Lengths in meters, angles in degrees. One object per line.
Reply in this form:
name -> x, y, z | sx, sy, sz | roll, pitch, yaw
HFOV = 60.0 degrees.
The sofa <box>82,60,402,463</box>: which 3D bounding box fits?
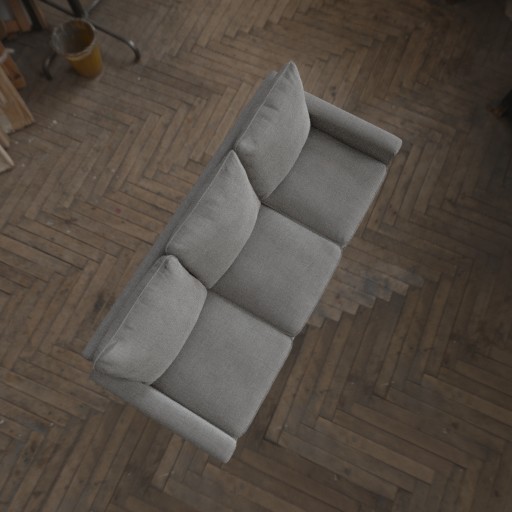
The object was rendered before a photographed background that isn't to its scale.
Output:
sofa -> 0.000, 0.000, 2.430 | 0.828, 0.959, 1.925 | 29, 76, 8
